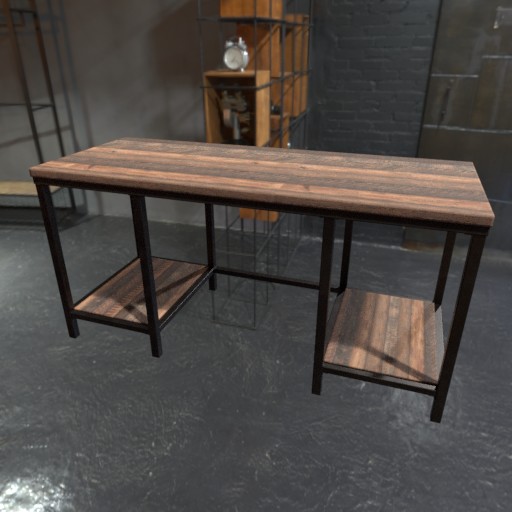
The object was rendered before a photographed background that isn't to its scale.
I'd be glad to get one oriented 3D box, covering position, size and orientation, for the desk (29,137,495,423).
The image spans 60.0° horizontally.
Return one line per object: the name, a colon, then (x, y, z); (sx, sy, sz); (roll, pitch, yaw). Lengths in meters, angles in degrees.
desk: (0.000, 0.000, 1.818); (1.538, 0.753, 0.617); (8, 27, 17)
